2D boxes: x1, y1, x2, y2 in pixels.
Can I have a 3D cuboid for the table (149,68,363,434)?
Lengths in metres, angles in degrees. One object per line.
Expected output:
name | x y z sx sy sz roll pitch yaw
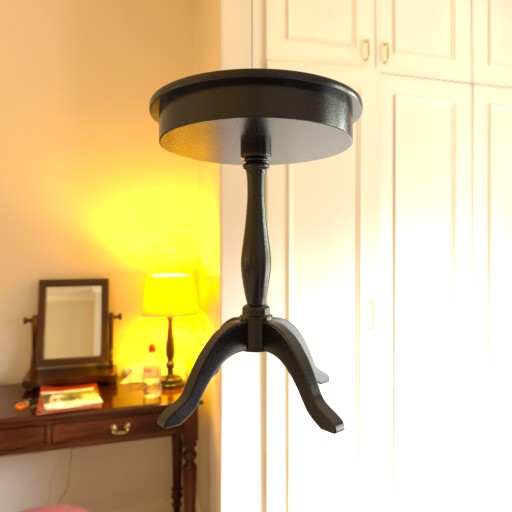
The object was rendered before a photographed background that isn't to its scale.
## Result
table | 0.000 0.000 1.019 0.481 0.665 0.481 0 0 0
